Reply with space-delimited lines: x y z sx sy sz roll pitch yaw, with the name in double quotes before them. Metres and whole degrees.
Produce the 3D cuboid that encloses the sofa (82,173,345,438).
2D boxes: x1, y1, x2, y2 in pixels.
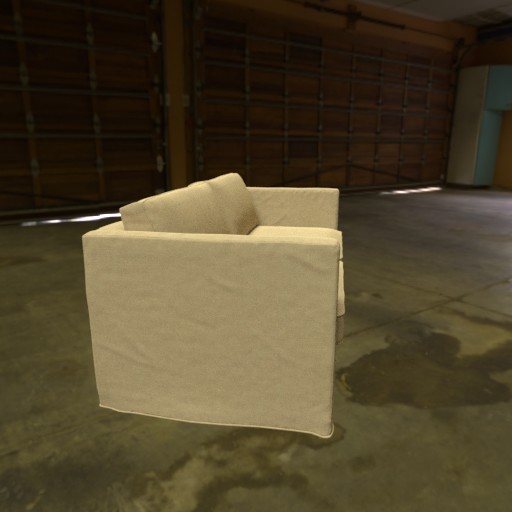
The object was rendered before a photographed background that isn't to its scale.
"sofa" 0.000 0.000 2.496 0.962 0.835 1.959 3 14 10
